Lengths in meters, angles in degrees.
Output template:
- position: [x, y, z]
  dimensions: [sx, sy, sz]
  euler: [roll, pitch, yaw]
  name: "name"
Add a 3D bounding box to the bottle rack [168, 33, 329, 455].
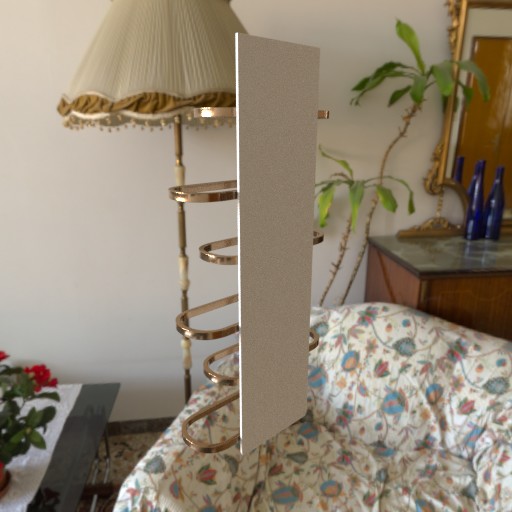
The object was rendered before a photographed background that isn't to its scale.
- position: [0.000, 0.000, 0.817]
  dimensions: [0.332, 0.709, 0.118]
  euler: [-15, 22, -41]
  name: "bottle rack"
